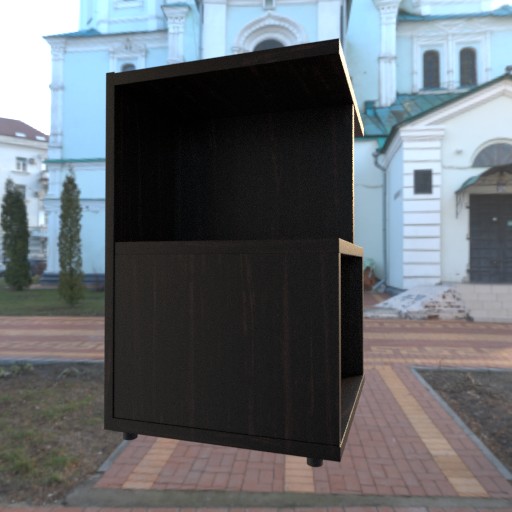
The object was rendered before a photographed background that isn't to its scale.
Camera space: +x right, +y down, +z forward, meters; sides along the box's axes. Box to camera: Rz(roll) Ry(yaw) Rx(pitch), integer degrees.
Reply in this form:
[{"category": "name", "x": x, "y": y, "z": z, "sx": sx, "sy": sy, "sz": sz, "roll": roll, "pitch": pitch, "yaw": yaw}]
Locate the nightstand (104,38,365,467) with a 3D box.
[{"category": "nightstand", "x": 0.000, "y": 0.000, "z": 0.812, "sx": 0.356, "sy": 0.559, "sz": 0.400, "roll": 0, "pitch": -1, "yaw": 18}]
